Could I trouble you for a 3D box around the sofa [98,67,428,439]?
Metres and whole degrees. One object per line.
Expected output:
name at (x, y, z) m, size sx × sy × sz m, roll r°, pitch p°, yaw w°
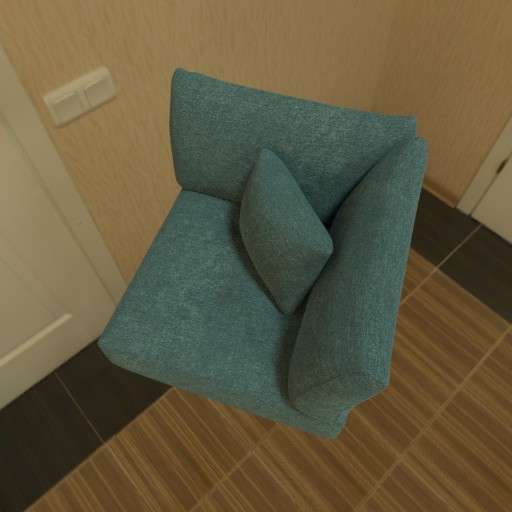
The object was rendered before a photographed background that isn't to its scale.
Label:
sofa at (0.000, 0.000, 1.716) m, size 1.000 × 0.820 × 1.000 m, roll 16°, pitch 59°, yaw 10°
